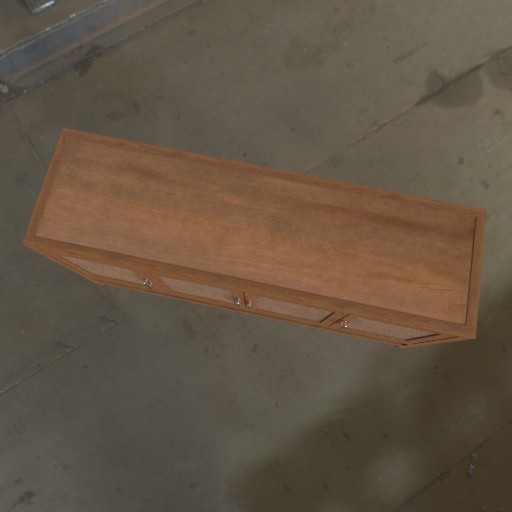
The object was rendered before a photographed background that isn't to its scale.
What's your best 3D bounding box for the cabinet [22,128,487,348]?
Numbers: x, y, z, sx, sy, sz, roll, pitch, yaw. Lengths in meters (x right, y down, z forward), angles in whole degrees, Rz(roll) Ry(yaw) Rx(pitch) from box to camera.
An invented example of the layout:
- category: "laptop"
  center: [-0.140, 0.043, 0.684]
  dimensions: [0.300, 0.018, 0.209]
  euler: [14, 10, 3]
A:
- category: "cabinet"
  center: [0.000, 0.000, 2.084]
  dimensions: [1.708, 0.820, 0.522]
  euler: [12, 76, 3]
